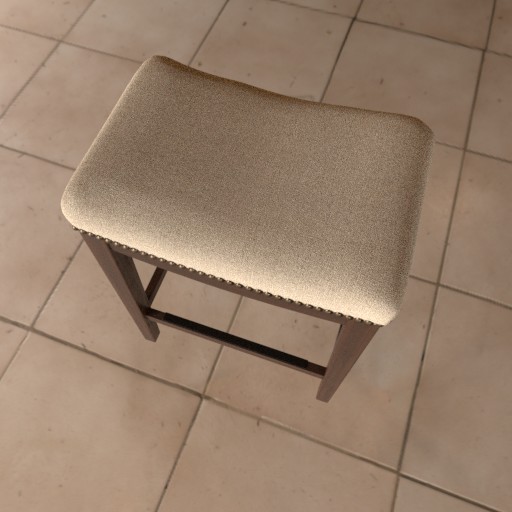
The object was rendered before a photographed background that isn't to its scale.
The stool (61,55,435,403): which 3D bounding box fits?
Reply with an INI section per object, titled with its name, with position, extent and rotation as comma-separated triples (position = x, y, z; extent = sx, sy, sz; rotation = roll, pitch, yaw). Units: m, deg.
[stool]
position = 0.000, 0.000, 0.936
extent = 0.509, 0.669, 0.363
rotation = 17, 65, 8
